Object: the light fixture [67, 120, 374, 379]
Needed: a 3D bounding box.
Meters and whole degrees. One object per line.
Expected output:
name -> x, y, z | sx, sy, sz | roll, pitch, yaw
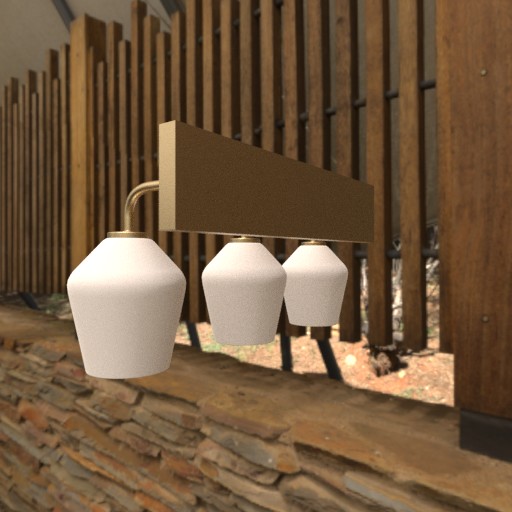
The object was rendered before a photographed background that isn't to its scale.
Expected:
light fixture -> 0.000, 0.000, 0.727 | 0.190, 0.280, 0.609 | 0, 0, 37
